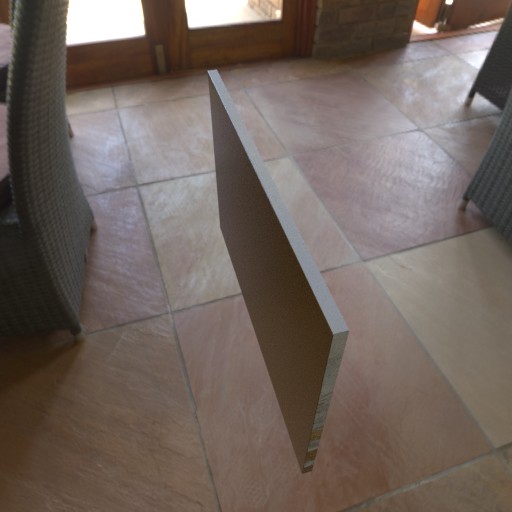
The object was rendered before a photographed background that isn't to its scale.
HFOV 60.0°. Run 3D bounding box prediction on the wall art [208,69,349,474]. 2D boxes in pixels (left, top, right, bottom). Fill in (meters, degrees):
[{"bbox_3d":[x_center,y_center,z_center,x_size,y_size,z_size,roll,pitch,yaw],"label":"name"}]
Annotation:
[{"bbox_3d":[0.000,0.000,1.186,0.027,0.610,0.932,-11,47,-11],"label":"wall art"}]
